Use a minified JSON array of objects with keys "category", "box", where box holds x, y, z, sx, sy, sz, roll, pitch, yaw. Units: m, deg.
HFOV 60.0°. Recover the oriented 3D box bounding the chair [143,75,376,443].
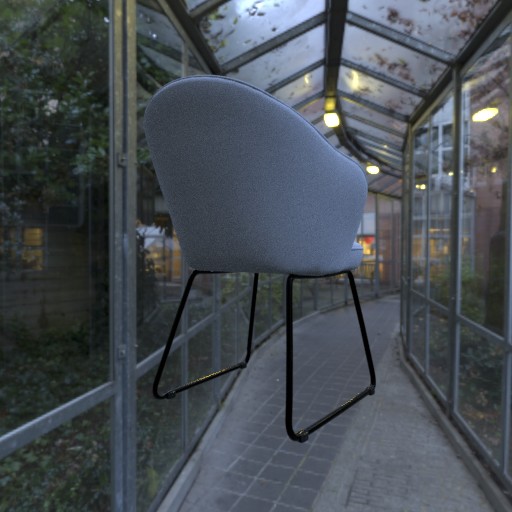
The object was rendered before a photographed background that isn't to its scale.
[{"category":"chair","box":[0.000,0.000,1.247,0.570,0.817,0.592,1,1,35]}]
